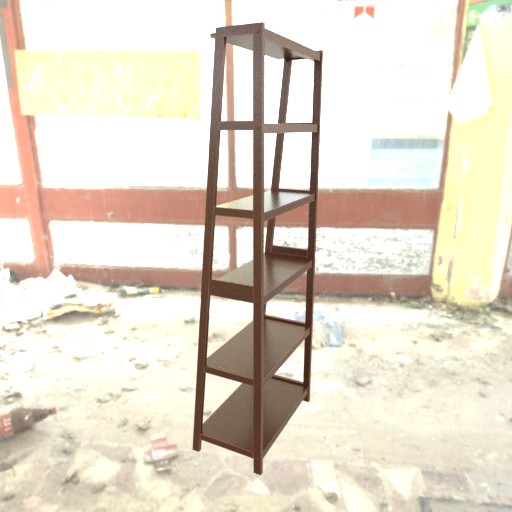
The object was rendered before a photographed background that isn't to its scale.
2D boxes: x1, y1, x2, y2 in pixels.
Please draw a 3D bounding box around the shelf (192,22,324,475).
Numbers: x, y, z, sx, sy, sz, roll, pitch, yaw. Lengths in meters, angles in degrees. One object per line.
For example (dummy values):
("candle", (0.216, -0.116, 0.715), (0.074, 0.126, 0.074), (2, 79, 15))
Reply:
("shelf", (0.000, 0.000, 2.148), (0.381, 1.892, 0.660), (8, 18, 26))
